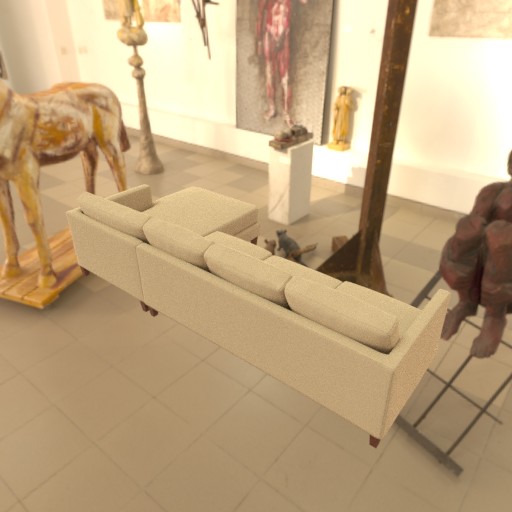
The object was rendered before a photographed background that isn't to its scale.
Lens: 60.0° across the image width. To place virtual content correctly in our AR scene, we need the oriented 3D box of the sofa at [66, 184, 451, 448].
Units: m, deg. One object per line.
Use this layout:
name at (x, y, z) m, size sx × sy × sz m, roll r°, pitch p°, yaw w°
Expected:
sofa at (0.000, 0.000, 3.848) m, size 3.186 × 0.861 × 1.625 m, roll 22°, pitch 37°, yaw 33°
